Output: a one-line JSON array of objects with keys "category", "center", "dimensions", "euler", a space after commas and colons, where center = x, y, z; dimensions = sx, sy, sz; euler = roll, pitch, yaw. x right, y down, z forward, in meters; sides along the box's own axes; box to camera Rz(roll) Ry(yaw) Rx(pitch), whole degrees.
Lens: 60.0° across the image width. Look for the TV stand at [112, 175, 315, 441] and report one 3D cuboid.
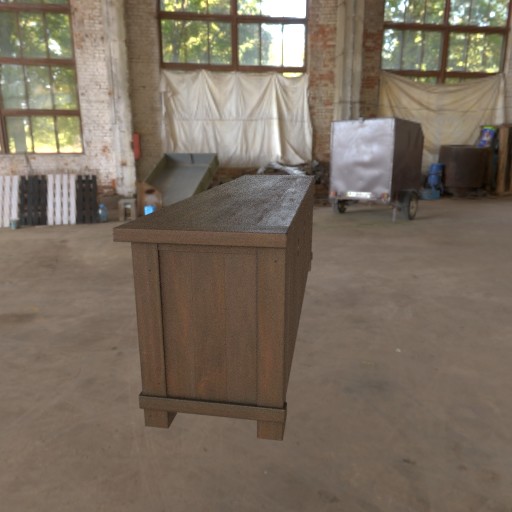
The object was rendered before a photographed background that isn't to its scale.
[{"category": "TV stand", "center": [0.000, 0.000, 2.093], "dimensions": [0.471, 0.615, 1.866], "euler": [2, 15, 9]}]
